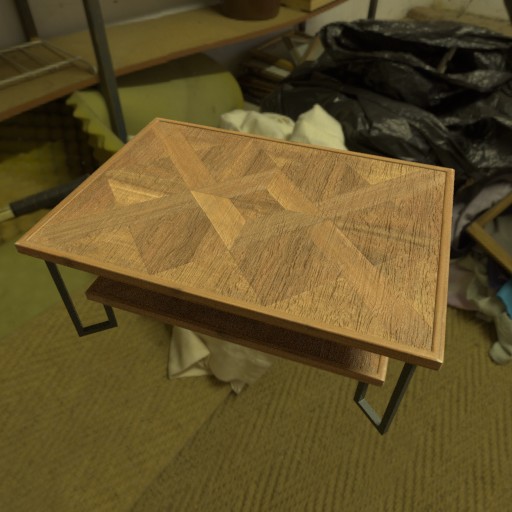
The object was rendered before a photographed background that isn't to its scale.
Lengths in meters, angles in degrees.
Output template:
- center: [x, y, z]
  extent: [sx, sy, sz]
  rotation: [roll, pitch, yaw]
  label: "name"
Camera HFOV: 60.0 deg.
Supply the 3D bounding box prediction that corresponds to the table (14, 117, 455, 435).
- center: [0.000, 0.000, 1.649]
  extent: [1.238, 0.492, 0.877]
  rotation: [14, 45, 14]
  label: "table"
